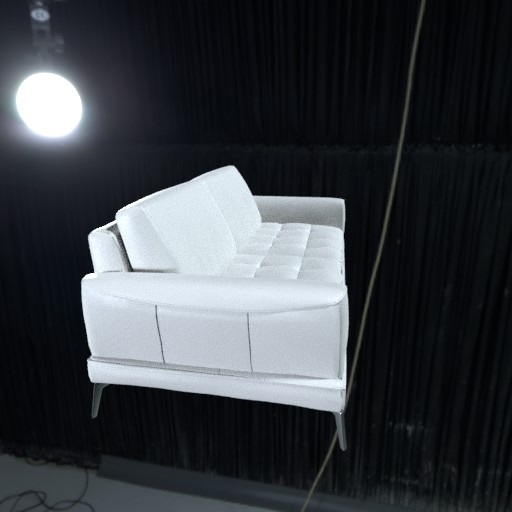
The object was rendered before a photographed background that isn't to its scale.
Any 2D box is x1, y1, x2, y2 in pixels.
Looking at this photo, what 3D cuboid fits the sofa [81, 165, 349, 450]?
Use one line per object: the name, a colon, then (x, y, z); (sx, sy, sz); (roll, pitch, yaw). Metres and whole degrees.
sofa: (0.000, 0.000, 2.711); (1.121, 0.930, 2.177); (3, 17, 10)
